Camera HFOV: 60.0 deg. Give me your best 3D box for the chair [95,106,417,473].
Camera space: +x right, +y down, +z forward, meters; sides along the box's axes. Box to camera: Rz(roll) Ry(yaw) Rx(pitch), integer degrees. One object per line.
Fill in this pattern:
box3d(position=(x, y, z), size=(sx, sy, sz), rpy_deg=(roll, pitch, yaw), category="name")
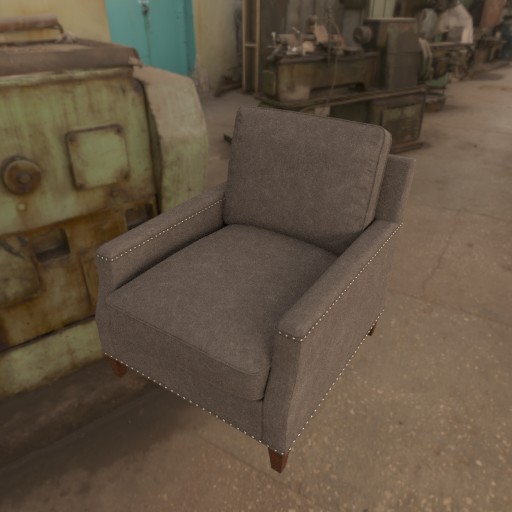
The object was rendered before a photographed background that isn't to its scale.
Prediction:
box3d(position=(0.000, 0.000, 1.729), size=(0.853, 0.948, 1.014), rpy_deg=(19, 35, 28), category="chair")
